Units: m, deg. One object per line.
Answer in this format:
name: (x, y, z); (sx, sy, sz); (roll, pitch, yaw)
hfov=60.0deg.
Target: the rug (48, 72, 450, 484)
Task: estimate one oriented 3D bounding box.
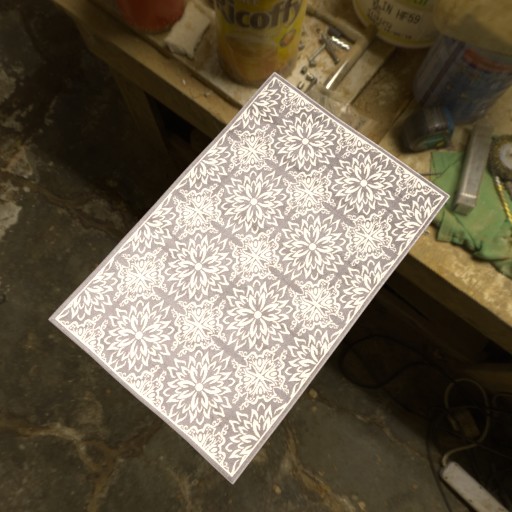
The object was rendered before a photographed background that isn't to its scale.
rug: (0.000, 0.000, 2.327); (1.224, 0.012, 1.847); (38, 80, 8)
